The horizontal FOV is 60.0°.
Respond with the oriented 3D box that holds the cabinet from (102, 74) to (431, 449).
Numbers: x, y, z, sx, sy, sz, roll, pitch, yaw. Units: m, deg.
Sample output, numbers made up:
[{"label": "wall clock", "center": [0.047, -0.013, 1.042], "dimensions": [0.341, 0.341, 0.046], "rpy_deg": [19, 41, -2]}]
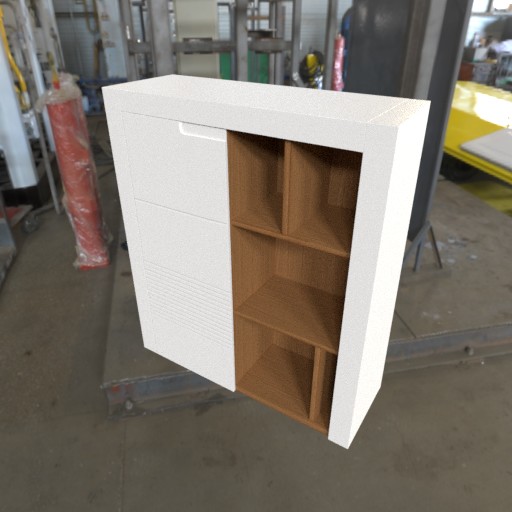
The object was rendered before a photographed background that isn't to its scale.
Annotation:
[{"label": "cabinet", "center": [0.000, 0.000, 1.648], "dimensions": [0.990, 1.150, 0.348], "rpy_deg": [18, 34, 28]}]
